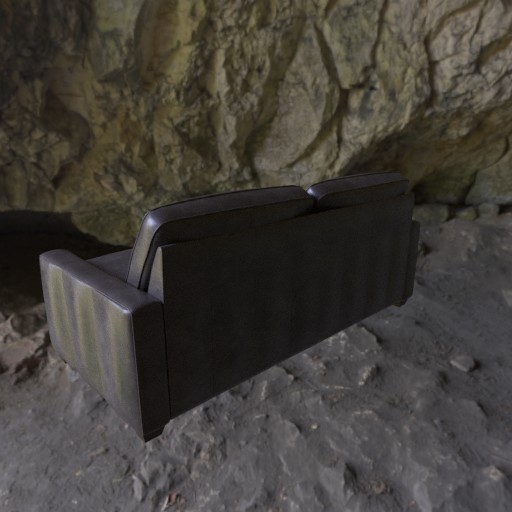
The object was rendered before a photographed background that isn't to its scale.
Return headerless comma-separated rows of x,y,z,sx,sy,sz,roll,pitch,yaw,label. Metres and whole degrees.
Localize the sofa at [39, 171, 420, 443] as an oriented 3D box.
0.000,0.000,2.539,2.081,0.916,0.939,-15,23,-41,sofa
